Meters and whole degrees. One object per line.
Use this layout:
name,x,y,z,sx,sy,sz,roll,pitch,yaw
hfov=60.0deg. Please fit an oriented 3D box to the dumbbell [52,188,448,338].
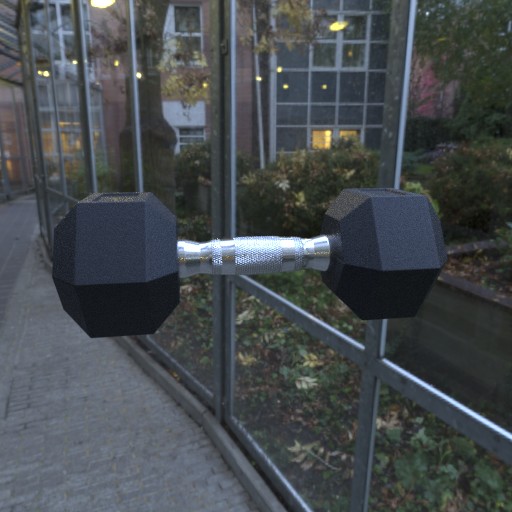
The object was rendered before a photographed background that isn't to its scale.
dumbbell,0.000,0.000,0.332,0.272,0.092,0.106,-2,15,-9
